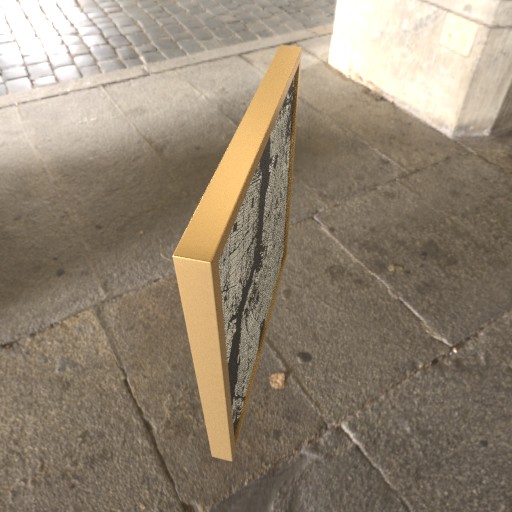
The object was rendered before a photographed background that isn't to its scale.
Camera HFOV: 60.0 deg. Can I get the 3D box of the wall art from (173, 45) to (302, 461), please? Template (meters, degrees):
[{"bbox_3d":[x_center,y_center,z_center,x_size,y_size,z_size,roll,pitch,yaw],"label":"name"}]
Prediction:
[{"bbox_3d":[0.000,0.000,0.456,0.023,0.305,0.305,10,47,9],"label":"wall art"}]
